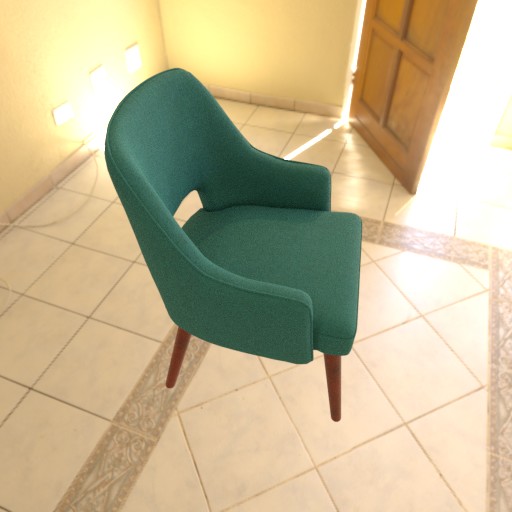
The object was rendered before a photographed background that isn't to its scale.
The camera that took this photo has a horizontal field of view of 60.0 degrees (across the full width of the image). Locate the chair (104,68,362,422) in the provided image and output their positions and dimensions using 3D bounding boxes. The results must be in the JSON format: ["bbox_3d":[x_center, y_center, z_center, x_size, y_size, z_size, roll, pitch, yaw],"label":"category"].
[{"bbox_3d":[0.000,0.000,1.213,0.605,0.849,0.548,8,46,8],"label":"chair"}]
